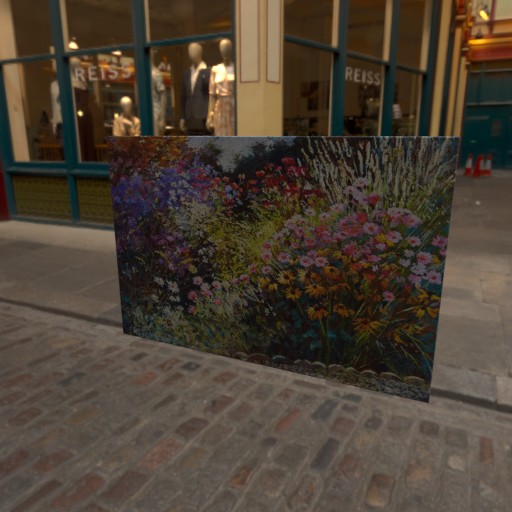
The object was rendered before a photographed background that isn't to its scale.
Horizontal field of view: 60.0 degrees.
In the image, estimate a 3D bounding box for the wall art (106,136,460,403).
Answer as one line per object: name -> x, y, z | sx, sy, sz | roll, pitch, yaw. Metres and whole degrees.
wall art -> 0.000, 0.000, 1.158 | 0.908, 0.604, 0.037 | 7, 17, 24
